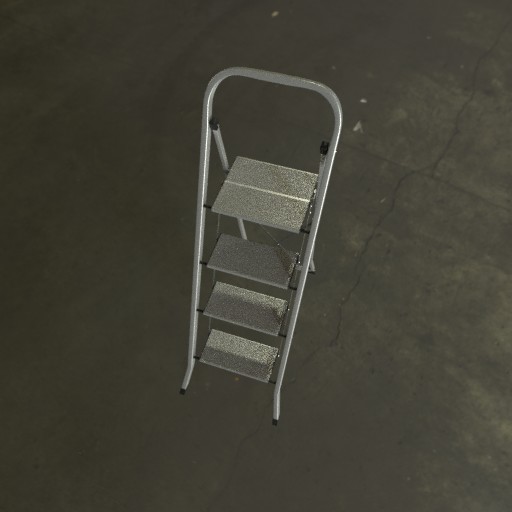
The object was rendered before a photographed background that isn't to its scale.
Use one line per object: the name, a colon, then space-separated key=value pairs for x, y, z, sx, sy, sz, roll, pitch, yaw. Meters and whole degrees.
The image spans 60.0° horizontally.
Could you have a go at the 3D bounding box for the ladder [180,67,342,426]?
ladder: x=0.000 y=0.000 z=1.661 sx=0.465 sy=1.290 sz=0.830 roll=15 pitch=58 yaw=10
